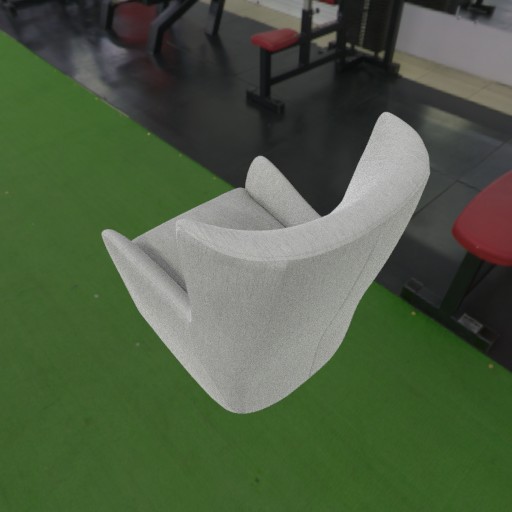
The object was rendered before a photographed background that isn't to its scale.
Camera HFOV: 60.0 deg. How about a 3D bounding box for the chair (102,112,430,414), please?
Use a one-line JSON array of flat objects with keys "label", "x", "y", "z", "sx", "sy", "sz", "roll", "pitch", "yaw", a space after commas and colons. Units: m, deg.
[{"label": "chair", "x": 0.000, "y": 0.000, "z": 1.603, "sx": 0.779, "sy": 1.000, "sz": 0.904, "roll": -32, "pitch": 53, "yaw": -27}]
